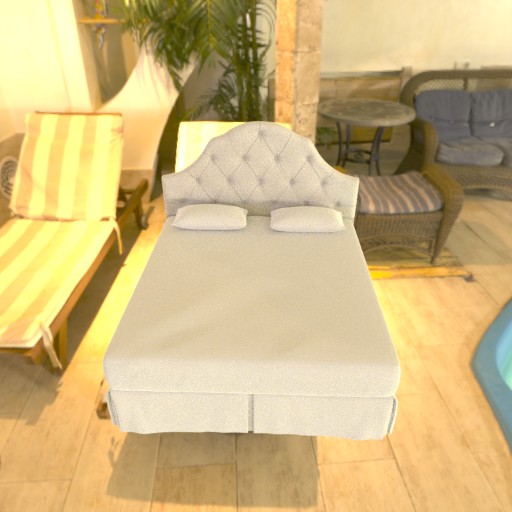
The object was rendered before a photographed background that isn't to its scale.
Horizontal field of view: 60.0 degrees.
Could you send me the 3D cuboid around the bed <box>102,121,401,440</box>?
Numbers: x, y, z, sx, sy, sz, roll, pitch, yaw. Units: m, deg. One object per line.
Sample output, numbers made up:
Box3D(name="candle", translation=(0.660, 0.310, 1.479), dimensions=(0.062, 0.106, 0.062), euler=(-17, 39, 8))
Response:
Box3D(name="bed", translation=(0.000, 0.000, 3.604), dimensions=(2.008, 1.615, 2.214), euler=(1, 31, 2))
